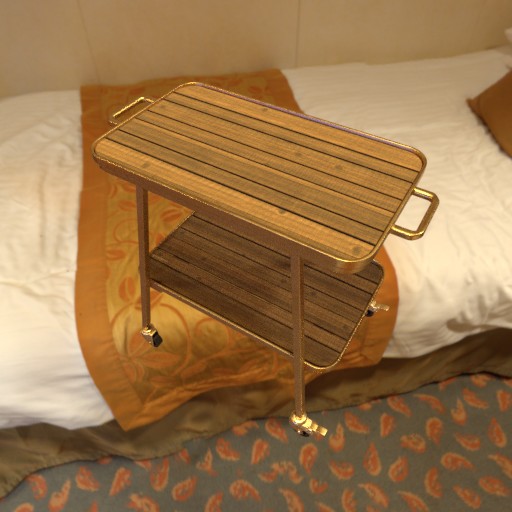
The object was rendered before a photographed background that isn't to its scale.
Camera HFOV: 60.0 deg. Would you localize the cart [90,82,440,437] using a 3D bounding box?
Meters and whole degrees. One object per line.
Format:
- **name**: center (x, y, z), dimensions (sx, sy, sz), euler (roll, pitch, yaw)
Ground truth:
- **cart**: center (0.000, 0.000, 1.260), dimensions (0.806, 0.700, 0.524), euler (24, 52, 21)
